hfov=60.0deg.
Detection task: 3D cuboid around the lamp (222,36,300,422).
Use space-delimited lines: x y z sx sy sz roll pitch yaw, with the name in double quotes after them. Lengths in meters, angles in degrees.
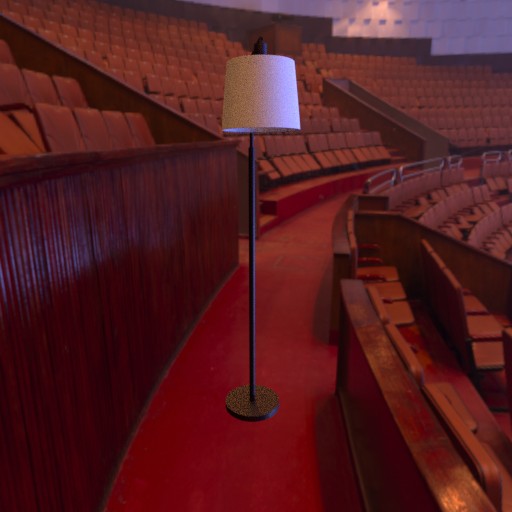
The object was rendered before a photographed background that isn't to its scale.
0.000 0.000 1.684 0.254 1.478 0.508 -2 16 -7 "lamp"
